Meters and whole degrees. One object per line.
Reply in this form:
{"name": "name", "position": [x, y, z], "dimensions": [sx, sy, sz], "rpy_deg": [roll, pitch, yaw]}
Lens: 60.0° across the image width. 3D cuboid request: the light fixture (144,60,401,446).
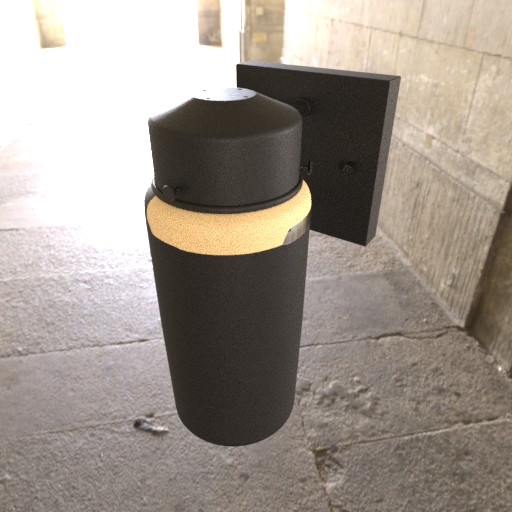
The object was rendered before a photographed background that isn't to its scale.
{"name": "light fixture", "position": [0.000, 0.000, 0.350], "dimensions": [0.130, 0.257, 0.176], "rpy_deg": [20, 37, 29]}
